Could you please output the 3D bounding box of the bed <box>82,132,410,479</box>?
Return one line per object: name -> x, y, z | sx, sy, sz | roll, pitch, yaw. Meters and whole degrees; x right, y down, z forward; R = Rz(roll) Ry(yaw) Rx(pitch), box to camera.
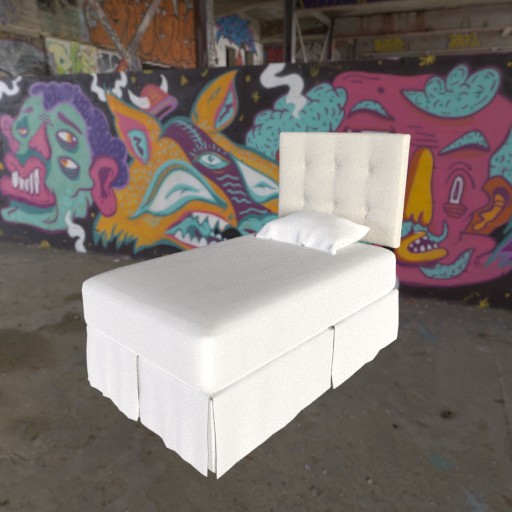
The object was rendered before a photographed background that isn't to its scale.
bed -> 0.000, 0.000, 2.976 | 1.261, 1.571, 1.997 | 15, 22, 40
